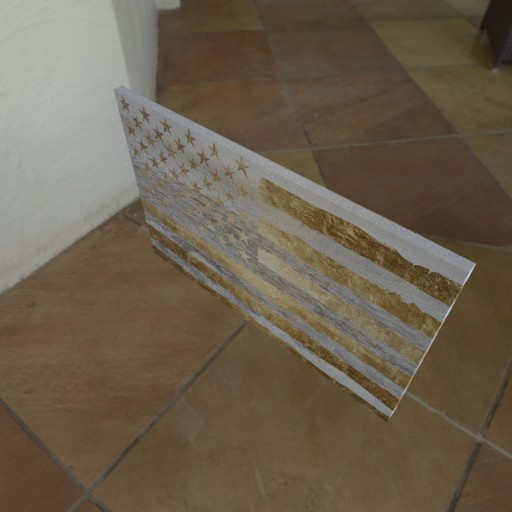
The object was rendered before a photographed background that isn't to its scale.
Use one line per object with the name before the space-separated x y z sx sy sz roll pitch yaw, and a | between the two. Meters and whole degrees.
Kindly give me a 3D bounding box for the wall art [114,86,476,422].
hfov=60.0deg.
wall art | 0.000 0.000 1.152 0.932 0.610 0.027 33 55 26
